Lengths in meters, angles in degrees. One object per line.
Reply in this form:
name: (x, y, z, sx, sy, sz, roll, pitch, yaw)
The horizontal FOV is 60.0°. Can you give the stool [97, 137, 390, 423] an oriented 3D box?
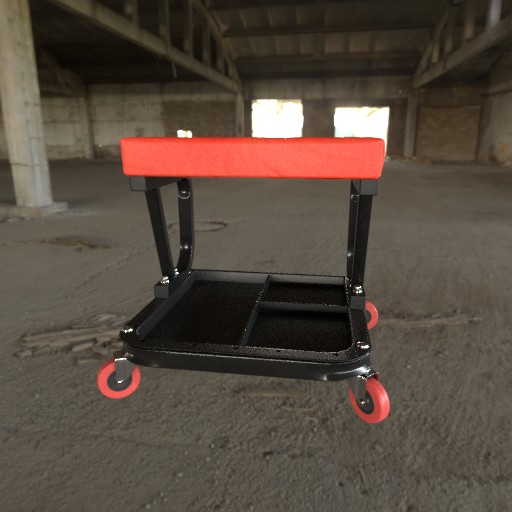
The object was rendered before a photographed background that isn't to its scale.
stool: (0.000, 0.000, 0.732, 0.446, 0.380, 0.371, 2, 15, 9)
